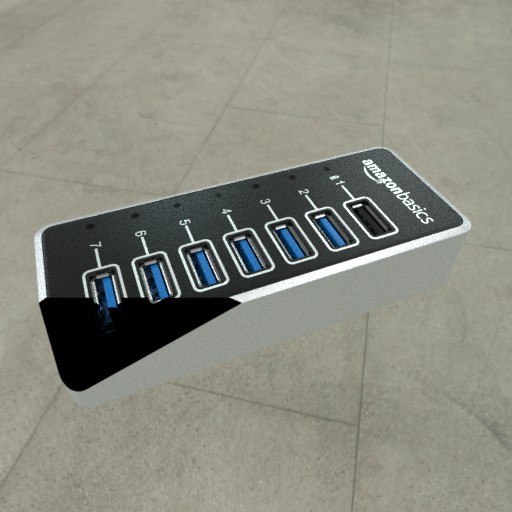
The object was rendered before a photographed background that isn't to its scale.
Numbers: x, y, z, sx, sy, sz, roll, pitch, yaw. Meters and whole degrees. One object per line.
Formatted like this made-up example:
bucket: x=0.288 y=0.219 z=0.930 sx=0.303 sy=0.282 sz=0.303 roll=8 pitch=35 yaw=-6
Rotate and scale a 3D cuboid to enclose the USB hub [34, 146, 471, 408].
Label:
USB hub: x=0.000 y=0.000 z=0.125 sx=0.110 sy=0.023 sz=0.044 roll=-16 pitch=48 yaw=-15
